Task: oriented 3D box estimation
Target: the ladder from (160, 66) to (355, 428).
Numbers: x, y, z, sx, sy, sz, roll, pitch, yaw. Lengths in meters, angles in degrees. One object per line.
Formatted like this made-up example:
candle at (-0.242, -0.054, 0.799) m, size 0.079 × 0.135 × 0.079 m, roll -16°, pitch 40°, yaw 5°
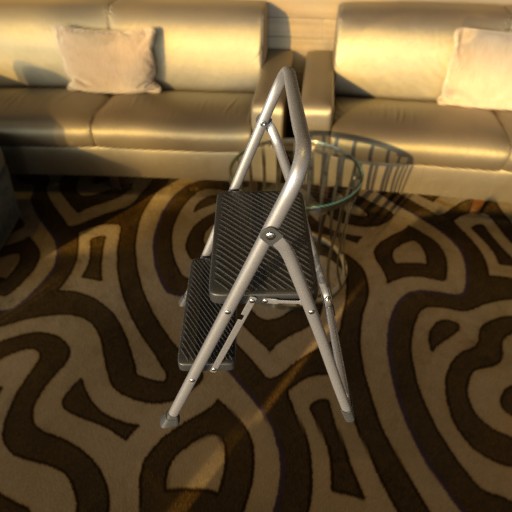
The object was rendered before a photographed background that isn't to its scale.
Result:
ladder at (0.000, 0.000, 0.988) m, size 0.472 × 0.720 × 0.430 m, roll -1°, pitch 42°, yaw -1°
